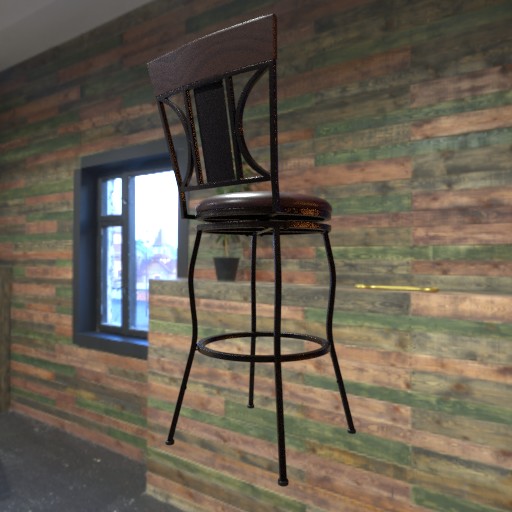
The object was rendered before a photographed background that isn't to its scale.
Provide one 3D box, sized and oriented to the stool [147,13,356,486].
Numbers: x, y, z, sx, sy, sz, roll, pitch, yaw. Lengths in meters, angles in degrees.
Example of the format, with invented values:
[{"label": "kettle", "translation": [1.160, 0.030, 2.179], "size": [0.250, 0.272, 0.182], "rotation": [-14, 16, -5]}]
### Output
[{"label": "stool", "translation": [0.000, 0.000, 1.350], "size": [0.448, 1.130, 0.513], "rotation": [0, -1, 36]}]
